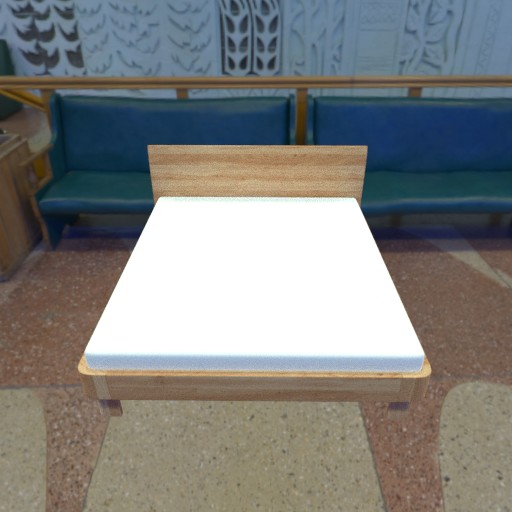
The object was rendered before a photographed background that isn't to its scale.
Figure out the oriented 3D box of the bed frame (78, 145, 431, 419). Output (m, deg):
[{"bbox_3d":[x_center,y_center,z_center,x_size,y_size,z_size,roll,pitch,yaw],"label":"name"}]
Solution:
[{"bbox_3d":[0.000,0.000,3.132,1.872,0.940,2.092,0,31,1],"label":"bed frame"}]
